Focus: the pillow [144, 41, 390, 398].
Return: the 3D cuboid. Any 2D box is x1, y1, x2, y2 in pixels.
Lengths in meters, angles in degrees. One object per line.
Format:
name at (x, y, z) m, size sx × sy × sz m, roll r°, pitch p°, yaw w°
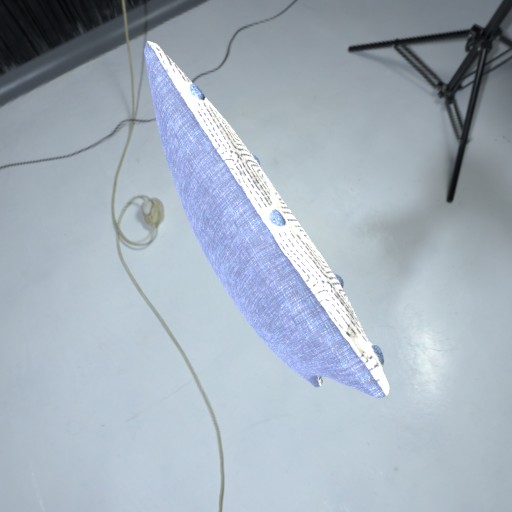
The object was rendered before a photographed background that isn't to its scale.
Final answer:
pillow at (0.000, 0.000, 0.746) m, size 0.145 × 0.510 × 0.510 m, roll -31°, pitch 77°, yaw -8°
